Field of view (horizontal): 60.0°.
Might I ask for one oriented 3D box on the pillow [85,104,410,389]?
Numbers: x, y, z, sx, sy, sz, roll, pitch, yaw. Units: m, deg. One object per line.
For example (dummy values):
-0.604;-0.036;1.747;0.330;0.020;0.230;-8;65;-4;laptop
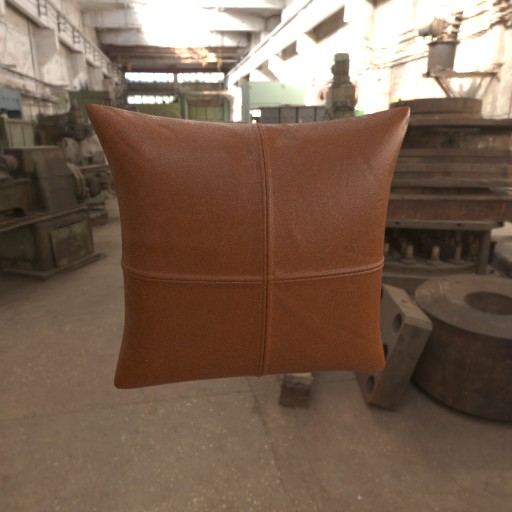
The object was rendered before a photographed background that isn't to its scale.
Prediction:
0.000;0.000;0.737;0.501;0.477;0.192;-2;17;-7;pillow
